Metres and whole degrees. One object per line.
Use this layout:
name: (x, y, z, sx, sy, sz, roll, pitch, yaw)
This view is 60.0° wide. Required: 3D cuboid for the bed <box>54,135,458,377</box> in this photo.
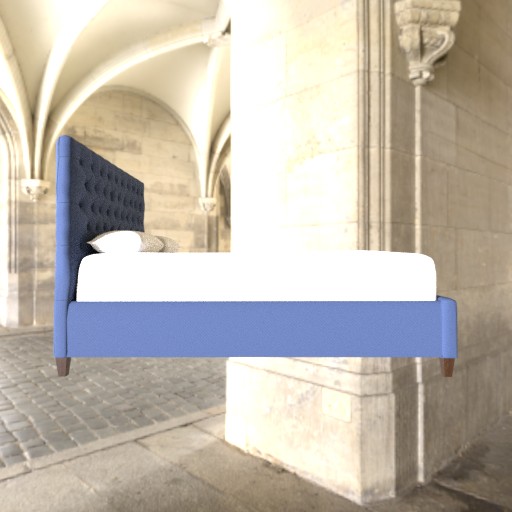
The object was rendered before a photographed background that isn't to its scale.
bed: (0.000, 0.000, 3.436, 2.387, 1.427, 1.706, 0, 0, 0)
